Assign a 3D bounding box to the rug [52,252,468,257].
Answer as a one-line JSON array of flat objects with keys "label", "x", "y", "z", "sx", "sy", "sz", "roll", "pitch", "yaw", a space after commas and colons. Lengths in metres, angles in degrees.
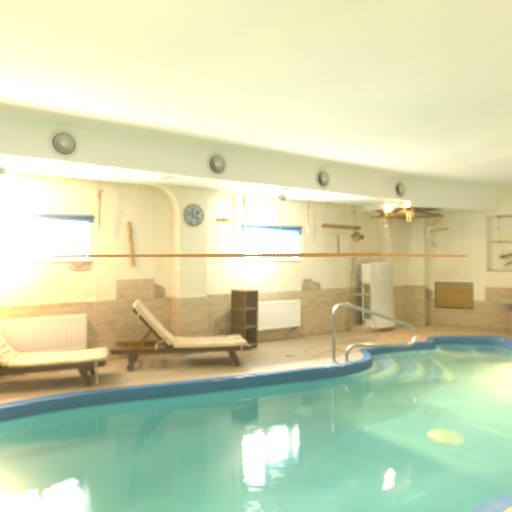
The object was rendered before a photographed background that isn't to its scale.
[{"label": "rug", "x": 0.000, "y": 0.000, "z": 2.914, "sx": 2.290, "sy": 0.014, "sz": 1.526, "roll": 0, "pitch": 0, "yaw": 36}]
